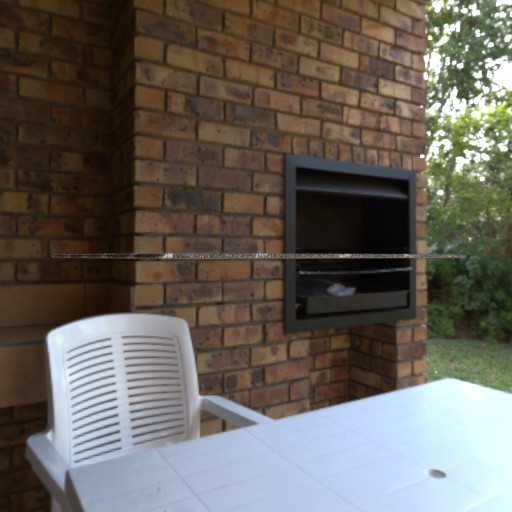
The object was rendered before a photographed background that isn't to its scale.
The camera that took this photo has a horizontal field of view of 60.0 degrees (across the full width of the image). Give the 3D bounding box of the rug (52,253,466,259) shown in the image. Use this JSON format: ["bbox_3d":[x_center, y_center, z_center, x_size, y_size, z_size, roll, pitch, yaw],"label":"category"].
[{"bbox_3d":[0.000,0.000,4.149,3.047,0.029,2.438,0,0,-37],"label":"rug"}]
